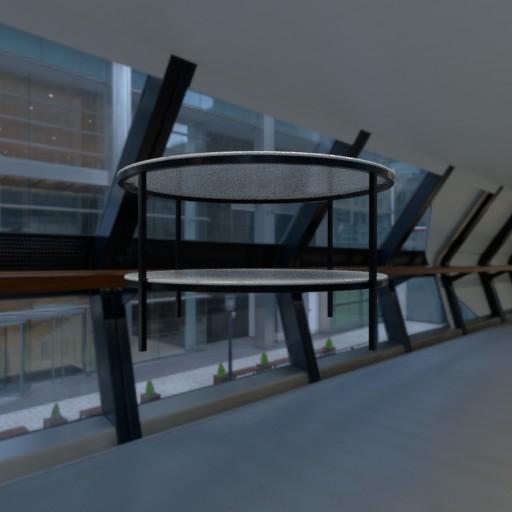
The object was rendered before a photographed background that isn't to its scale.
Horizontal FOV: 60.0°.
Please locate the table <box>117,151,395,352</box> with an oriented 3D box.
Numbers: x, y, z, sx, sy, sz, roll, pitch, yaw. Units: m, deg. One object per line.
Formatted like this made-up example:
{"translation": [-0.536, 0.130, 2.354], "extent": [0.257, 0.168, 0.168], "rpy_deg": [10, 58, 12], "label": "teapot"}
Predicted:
{"translation": [0.000, 0.000, 1.338], "extent": [0.800, 0.450, 0.800], "rpy_deg": [0, 0, 0], "label": "table"}
